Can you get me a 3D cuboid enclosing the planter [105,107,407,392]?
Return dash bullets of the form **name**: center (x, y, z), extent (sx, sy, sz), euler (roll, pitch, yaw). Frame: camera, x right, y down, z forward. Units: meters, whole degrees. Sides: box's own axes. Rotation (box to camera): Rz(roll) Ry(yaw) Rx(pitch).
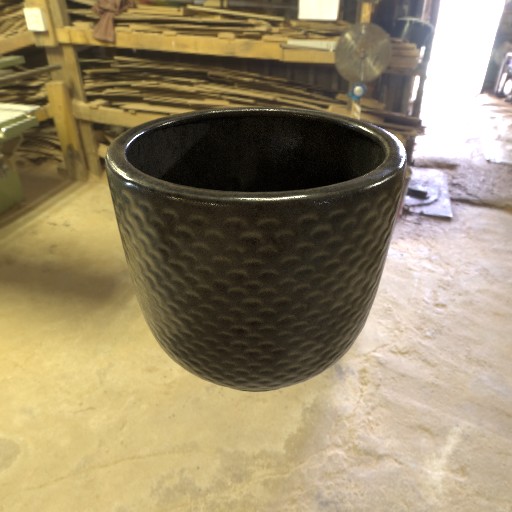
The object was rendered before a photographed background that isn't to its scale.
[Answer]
- **planter**: center (0.000, 0.000, 0.244), extent (0.140, 0.129, 0.140), euler (0, 32, 0)
